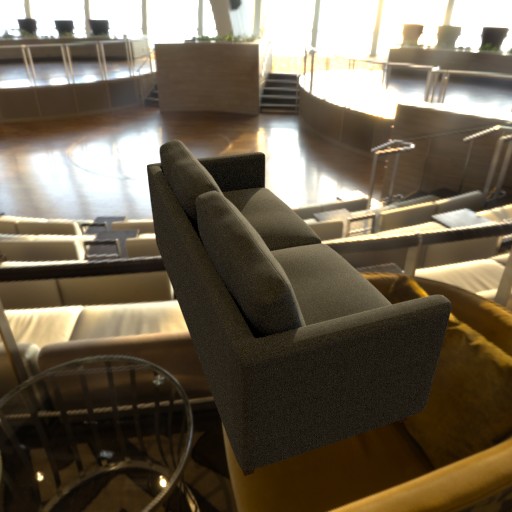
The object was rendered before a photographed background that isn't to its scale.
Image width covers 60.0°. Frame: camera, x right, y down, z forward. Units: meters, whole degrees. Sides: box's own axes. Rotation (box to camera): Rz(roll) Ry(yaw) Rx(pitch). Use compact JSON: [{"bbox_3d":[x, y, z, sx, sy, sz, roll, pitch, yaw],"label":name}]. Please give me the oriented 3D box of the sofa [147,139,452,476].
[{"bbox_3d":[0.000,0.000,2.664,0.948,0.965,2.208,-11,32,-17],"label":"sofa"}]
